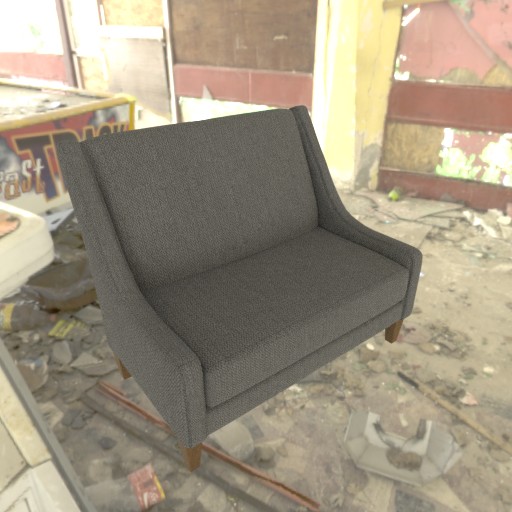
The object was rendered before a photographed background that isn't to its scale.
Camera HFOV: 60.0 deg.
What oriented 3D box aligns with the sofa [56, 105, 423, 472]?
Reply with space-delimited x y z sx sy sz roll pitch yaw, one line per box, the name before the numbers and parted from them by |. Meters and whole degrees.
sofa | 0.000 0.000 1.892 1.242 1.022 0.873 -20 35 -33
